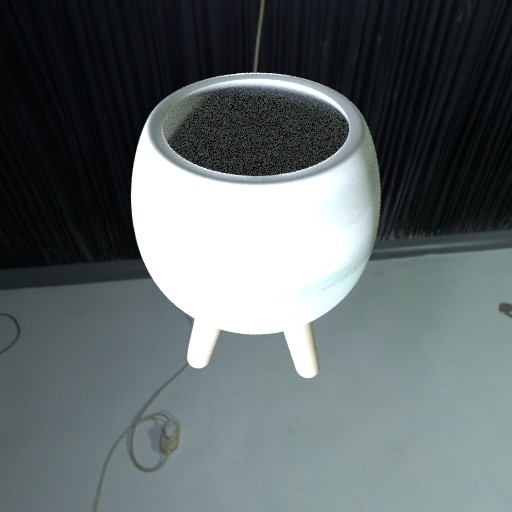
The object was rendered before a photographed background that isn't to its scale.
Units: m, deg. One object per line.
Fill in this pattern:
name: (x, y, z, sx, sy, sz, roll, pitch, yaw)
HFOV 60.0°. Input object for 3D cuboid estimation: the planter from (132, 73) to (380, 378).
planter: (0.000, 0.000, 0.332, 0.161, 0.224, 0.161, 0, 46, 0)
